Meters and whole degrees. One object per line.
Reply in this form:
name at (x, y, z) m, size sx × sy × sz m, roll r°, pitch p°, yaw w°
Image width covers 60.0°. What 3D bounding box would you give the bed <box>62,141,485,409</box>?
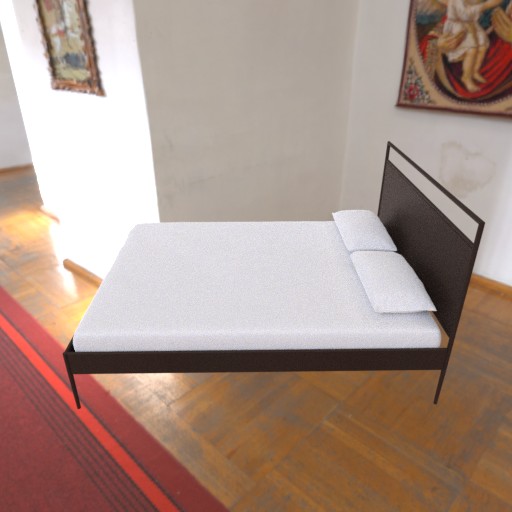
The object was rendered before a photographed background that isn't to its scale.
bed at (0.000, 0.000, 3.017) m, size 2.122 × 1.173 × 1.572 m, roll 0°, pitch 28°, yaw -1°
